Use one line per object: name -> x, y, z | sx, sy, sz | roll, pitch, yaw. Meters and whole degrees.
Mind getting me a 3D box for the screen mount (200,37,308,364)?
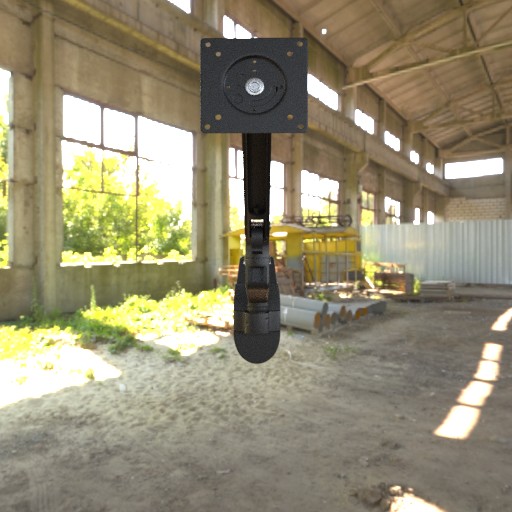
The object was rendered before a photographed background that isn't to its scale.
screen mount -> 0.000, 0.000, 0.721 | 0.115, 0.466, 0.495 | 0, 0, 0
